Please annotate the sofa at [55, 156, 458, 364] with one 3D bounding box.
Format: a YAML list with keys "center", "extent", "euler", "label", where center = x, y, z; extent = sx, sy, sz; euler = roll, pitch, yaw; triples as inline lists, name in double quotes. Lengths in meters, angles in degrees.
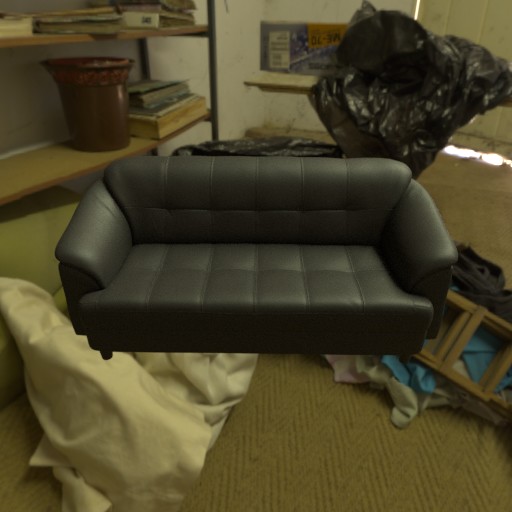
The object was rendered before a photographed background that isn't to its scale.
- center: [0.000, 0.000, 2.263]
  extent: [1.829, 0.811, 0.800]
  euler: [1, 30, 1]
  label: "sofa"
